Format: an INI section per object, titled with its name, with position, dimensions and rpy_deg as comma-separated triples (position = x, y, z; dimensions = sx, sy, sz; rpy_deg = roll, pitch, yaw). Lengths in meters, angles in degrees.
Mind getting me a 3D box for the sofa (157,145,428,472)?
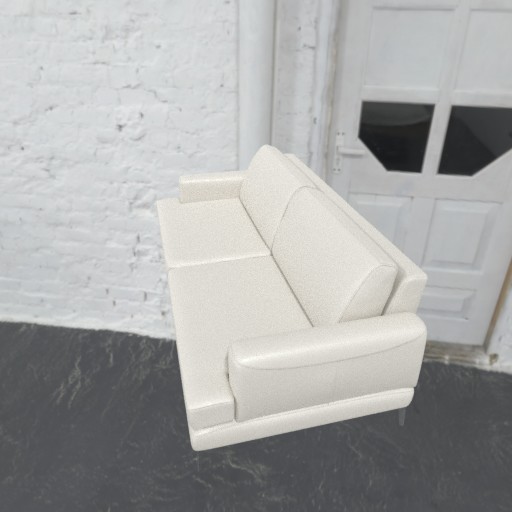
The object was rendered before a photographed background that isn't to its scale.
[sofa]
position = 0.000, 0.000, 2.417
dimensions = 0.974, 0.765, 1.940
rpy_deg = -7, 30, -12
